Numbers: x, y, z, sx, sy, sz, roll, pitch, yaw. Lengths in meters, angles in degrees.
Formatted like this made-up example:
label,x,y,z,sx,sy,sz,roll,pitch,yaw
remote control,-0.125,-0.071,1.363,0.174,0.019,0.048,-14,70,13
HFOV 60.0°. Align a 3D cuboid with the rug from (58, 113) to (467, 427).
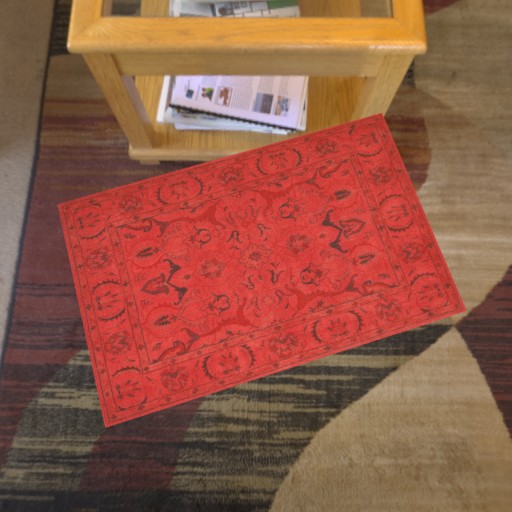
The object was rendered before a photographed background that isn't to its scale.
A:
label,x,y,z,sx,sy,sz,roll,pitch,yaw
rug,0.000,0.000,3.003,2.423,0.010,1.534,-17,76,-4
